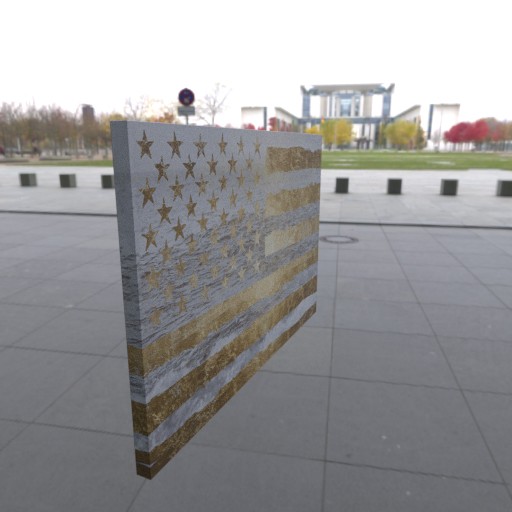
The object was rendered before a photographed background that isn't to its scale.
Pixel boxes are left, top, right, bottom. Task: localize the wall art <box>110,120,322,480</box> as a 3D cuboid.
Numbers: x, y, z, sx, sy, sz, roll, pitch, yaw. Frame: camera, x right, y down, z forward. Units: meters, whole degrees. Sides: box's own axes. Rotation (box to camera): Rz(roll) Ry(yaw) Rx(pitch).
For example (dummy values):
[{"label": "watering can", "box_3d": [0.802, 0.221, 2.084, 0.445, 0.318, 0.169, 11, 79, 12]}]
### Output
[{"label": "wall art", "box_3d": [0.000, 0.000, 1.395, 0.041, 0.762, 1.145, 7, 15, 25]}]
